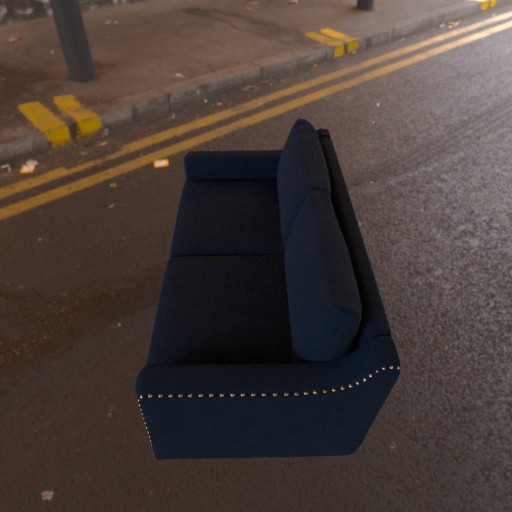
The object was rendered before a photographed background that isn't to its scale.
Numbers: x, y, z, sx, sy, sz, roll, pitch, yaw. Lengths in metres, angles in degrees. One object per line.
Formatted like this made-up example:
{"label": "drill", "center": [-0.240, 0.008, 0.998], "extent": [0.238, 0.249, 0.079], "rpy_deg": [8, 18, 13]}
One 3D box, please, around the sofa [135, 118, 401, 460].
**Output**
{"label": "sofa", "center": [0.000, 0.000, 2.709], "extent": [1.104, 0.983, 2.107], "rpy_deg": [-1, 41, -1]}
